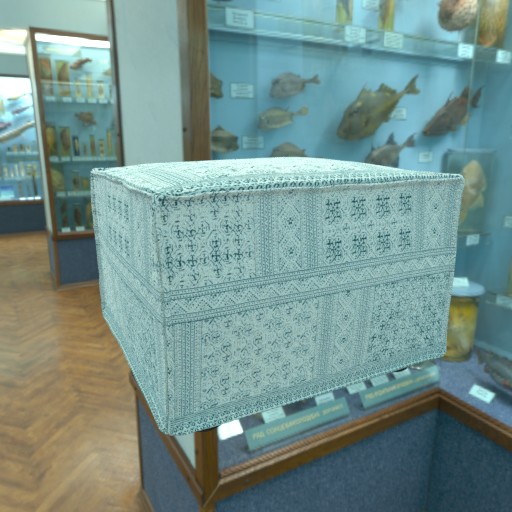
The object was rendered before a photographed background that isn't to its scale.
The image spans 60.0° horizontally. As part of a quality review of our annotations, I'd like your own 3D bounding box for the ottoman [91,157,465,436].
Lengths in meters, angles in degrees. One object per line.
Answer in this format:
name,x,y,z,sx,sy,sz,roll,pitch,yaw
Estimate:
ottoman,0.000,0.000,1.021,0.626,0.439,0.617,-7,16,-27
